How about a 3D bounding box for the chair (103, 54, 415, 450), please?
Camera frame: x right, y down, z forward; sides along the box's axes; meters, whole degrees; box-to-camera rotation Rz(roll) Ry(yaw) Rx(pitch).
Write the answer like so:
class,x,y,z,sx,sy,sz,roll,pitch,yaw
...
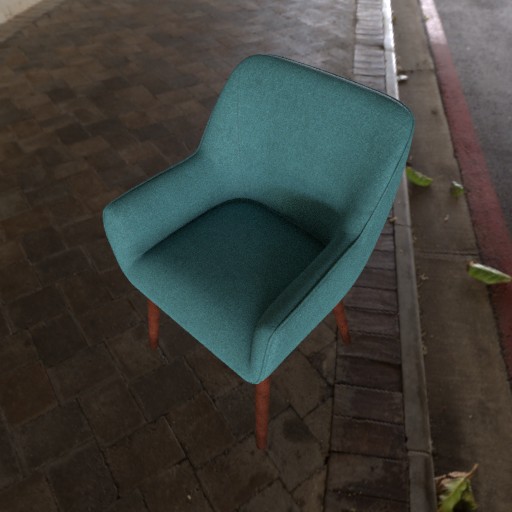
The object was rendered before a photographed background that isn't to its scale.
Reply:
class,x,y,z,sx,sy,sz,roll,pitch,yaw
chair,0.000,0.000,1.150,0.543,0.803,0.519,33,54,28
